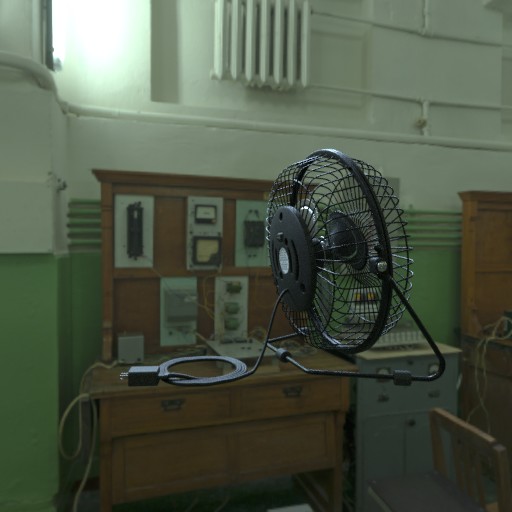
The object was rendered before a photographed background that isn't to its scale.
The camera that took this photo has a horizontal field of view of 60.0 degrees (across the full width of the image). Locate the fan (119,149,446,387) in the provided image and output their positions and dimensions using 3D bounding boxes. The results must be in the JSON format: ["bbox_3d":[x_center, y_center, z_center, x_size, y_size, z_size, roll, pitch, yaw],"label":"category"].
[{"bbox_3d":[0.000,0.000,0.383,0.227,0.188,0.209,0,1,-17],"label":"fan"}]
